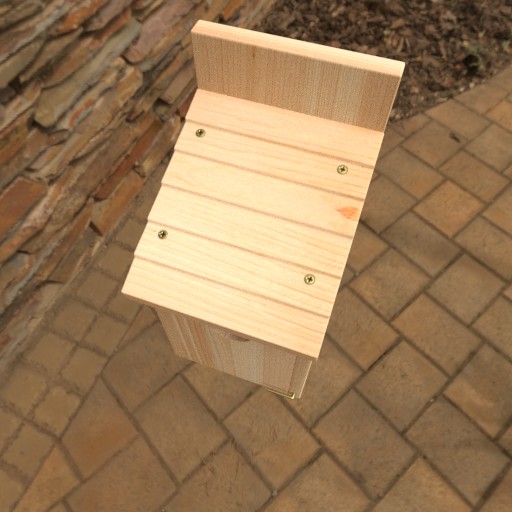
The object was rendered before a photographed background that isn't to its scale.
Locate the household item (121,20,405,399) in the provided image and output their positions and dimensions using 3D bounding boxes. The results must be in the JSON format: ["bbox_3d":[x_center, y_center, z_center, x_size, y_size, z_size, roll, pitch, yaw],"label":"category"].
[{"bbox_3d":[0.000,0.000,0.386,0.149,0.300,0.171,17,60,10],"label":"household item"}]
